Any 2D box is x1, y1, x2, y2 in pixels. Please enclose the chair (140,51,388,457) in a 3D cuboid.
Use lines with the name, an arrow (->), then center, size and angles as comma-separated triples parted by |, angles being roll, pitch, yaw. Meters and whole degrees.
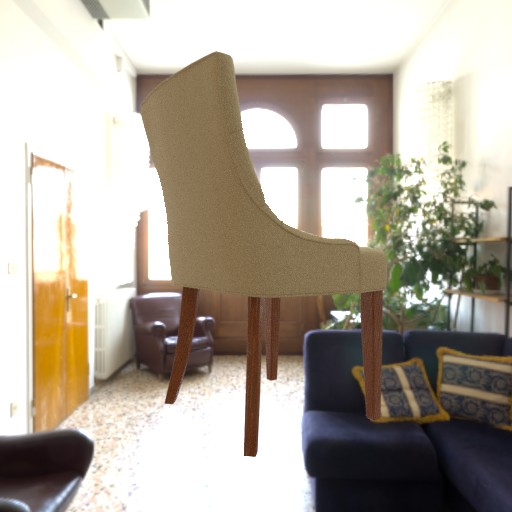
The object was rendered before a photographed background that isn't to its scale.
chair -> 0.000, 0.000, 1.240 | 0.565, 0.874, 0.509 | 0, 0, -36
